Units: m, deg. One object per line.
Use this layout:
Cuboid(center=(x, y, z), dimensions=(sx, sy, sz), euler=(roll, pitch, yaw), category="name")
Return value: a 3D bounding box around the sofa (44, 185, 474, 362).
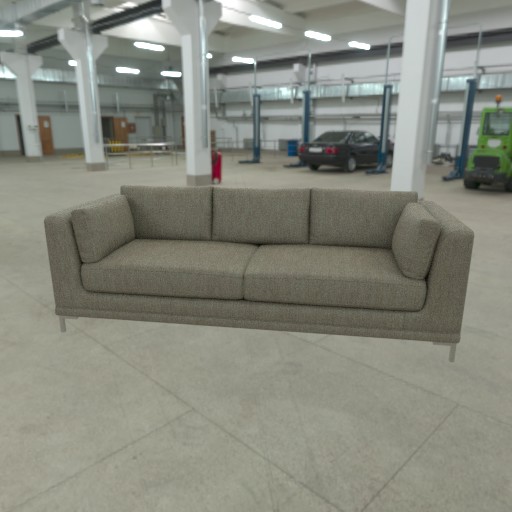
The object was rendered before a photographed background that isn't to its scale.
Cuboid(center=(0.000, 0.000, 2.961), dimensions=(2.415, 0.867, 0.969), euler=(3, 16, 9), category="sofa")
